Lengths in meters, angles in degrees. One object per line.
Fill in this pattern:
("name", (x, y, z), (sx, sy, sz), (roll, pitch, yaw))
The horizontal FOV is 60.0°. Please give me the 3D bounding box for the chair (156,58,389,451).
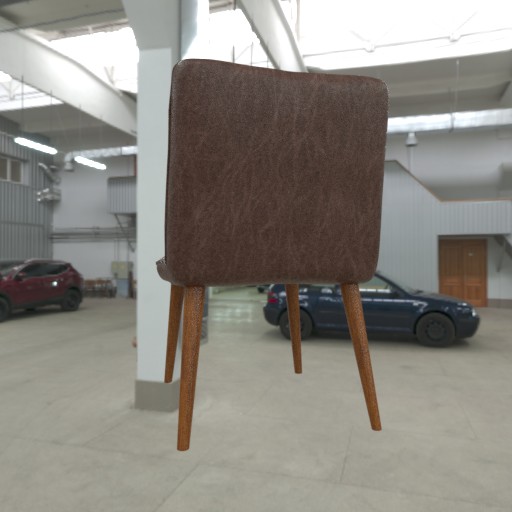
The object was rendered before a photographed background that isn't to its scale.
("chair", (0.000, 0.000, 1.219), (0.543, 0.803, 0.645), (0, -1, -19))
